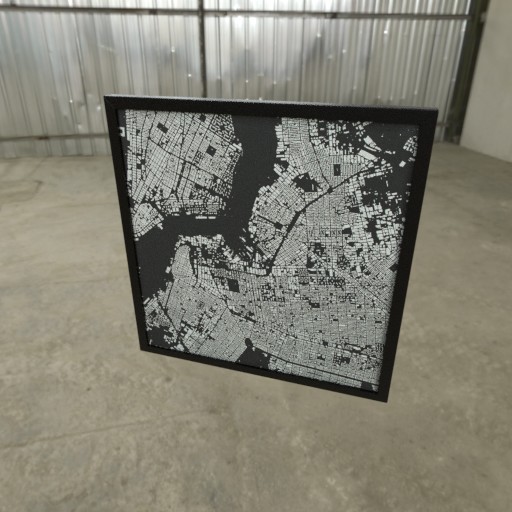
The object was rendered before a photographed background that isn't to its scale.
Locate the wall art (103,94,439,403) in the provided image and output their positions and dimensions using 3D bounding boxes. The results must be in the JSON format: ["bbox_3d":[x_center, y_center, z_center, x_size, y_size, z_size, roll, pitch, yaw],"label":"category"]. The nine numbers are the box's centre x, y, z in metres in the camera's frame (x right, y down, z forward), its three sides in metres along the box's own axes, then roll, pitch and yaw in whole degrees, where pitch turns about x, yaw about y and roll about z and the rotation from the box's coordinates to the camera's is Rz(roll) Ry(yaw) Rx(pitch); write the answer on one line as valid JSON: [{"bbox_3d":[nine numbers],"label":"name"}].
[{"bbox_3d":[0.000,0.000,1.145,0.755,0.761,0.038,8,28,15],"label":"wall art"}]
